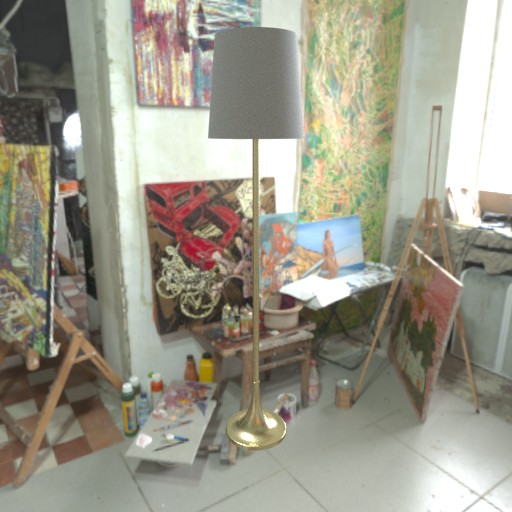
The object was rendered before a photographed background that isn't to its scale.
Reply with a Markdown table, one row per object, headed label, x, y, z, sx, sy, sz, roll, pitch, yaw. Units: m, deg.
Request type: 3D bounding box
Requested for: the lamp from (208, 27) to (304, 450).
| label | x | y | z | sx | sy | sz | roll | pitch | yaw |
| --- | --- | --- | --- | --- | --- | --- | --- | --- | --- |
| lamp | 0.000 | 0.000 | 1.682 | 0.337 | 1.543 | 0.337 | 0 | 16 | 0 |
